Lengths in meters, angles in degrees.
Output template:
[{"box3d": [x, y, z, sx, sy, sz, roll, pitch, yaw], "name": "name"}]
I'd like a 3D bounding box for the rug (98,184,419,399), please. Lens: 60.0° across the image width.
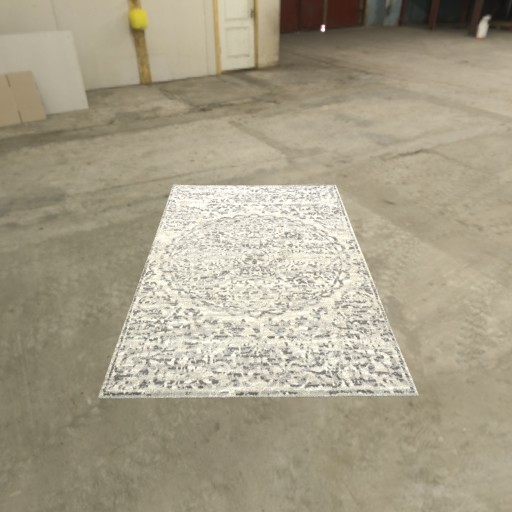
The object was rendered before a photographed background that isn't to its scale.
[{"box3d": [0.000, 0.000, 3.129, 1.527, 0.021, 2.447, 0, 33, -1], "name": "rug"}]
